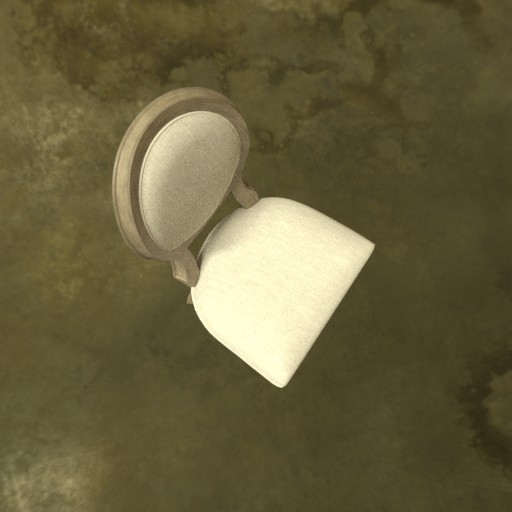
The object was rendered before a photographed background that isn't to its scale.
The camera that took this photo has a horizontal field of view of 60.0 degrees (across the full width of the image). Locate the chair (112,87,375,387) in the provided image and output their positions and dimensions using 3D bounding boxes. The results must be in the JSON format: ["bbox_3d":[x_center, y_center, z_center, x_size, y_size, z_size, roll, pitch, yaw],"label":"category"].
[{"bbox_3d":[0.000,0.000,1.349,0.602,0.990,0.558,34,77,9],"label":"chair"}]
